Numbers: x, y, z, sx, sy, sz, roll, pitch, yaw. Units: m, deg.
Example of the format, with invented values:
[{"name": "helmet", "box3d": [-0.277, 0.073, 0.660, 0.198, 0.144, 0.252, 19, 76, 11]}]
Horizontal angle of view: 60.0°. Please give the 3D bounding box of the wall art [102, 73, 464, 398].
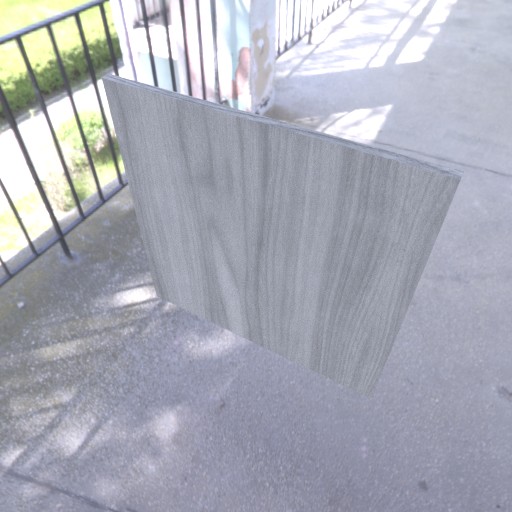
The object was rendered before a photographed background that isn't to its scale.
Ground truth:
[{"name": "wall art", "box3d": [0.000, 0.000, 0.746, 0.508, 0.507, 0.016, 22, 50, 20]}]
